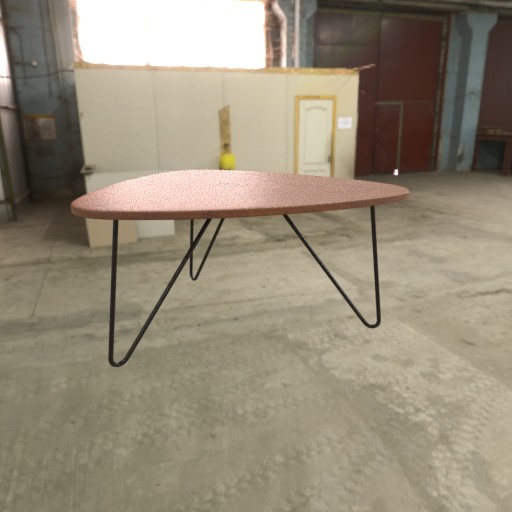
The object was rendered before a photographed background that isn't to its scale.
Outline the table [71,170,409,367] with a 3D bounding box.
[{"bbox_3d":[0.000,0.000,1.301,0.821,0.413,0.833,3,17,9],"label":"table"}]
